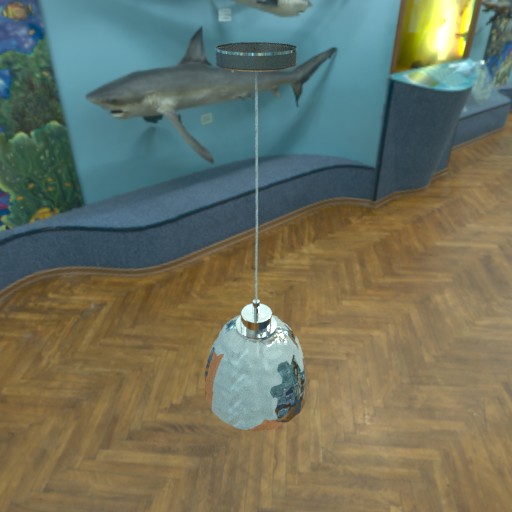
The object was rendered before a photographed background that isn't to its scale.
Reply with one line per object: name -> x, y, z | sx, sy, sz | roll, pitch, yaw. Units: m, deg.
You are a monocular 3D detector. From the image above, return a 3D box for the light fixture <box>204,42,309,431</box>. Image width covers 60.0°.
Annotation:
light fixture -> 0.000, 0.000, 1.759 | 0.496, 1.511, 0.500 | -23, 39, -32
